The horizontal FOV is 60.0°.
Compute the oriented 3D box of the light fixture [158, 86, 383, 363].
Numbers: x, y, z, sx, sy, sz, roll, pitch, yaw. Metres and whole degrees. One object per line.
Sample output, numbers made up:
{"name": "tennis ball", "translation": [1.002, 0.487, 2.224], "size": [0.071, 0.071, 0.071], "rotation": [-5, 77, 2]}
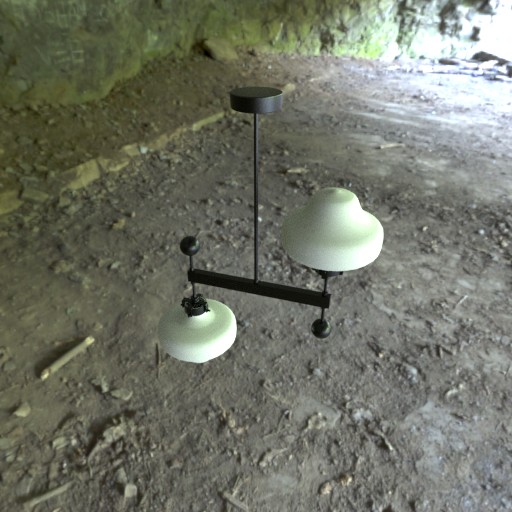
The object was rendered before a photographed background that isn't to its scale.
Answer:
{"name": "light fixture", "translation": [0.000, 0.000, 1.049], "size": [0.489, 0.743, 0.422], "rotation": [-10, 33, -16]}
